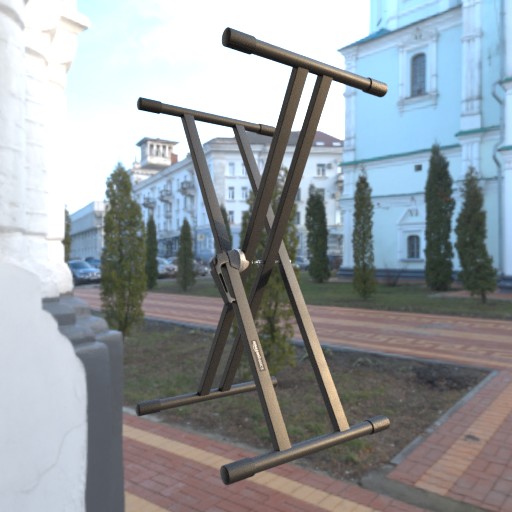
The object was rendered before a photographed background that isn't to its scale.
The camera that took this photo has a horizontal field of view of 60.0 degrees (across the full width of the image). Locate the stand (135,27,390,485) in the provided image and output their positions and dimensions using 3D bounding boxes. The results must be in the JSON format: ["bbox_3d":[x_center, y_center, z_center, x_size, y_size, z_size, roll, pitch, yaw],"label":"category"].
[{"bbox_3d":[0.000,0.000,1.203,0.495,0.900,0.503,0,0,-36],"label":"stand"}]
